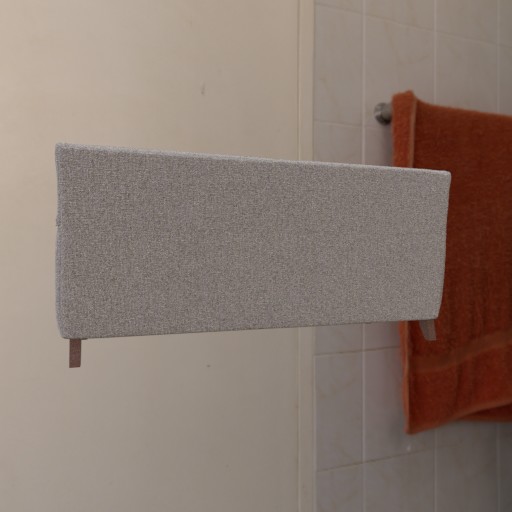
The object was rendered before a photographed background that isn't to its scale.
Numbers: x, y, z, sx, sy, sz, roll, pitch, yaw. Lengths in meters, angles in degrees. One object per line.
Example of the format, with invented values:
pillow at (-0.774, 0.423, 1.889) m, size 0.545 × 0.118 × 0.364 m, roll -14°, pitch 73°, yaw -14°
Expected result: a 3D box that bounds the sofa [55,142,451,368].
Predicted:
sofa at (0.000, 0.000, 2.487) m, size 2.026 × 0.942 × 0.854 m, roll 0°, pitch 0°, yaw -18°
